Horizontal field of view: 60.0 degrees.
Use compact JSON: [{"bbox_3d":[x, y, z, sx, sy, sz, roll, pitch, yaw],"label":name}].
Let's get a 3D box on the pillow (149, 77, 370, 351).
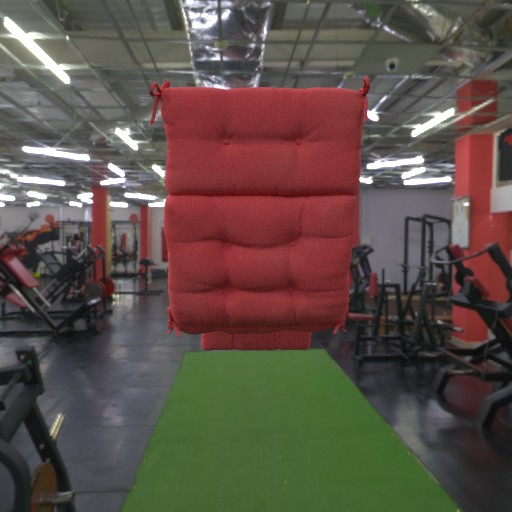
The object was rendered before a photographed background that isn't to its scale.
[{"bbox_3d":[0.000,0.000,1.501,0.526,0.863,1.016,0,2,-1],"label":"pillow"}]
